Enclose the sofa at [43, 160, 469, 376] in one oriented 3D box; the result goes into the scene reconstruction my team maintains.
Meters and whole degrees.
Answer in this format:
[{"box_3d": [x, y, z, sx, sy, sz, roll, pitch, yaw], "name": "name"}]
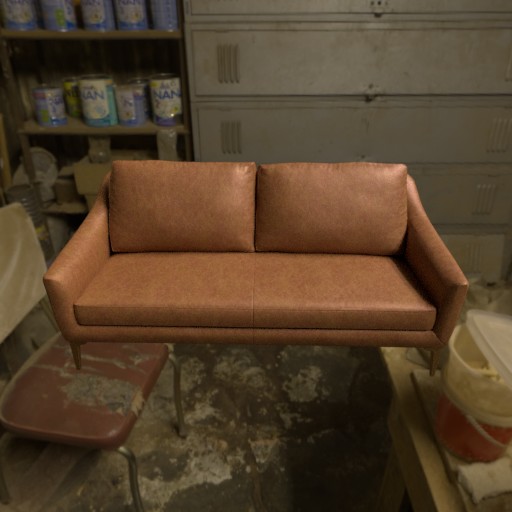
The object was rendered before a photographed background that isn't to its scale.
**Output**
[{"box_3d": [0.000, 0.000, 2.558, 2.036, 0.945, 0.981, 1, 30, 1], "name": "sofa"}]
